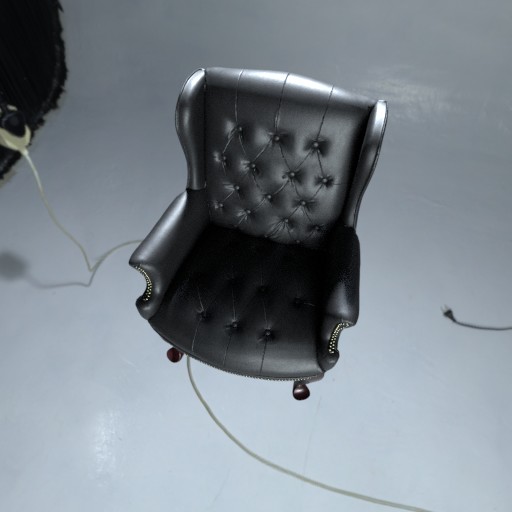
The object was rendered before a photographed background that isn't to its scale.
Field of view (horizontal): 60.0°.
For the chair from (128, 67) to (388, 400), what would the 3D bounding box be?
[{"bbox_3d":[0.000,0.000,1.722,0.831,1.133,0.822,14,59,9],"label":"chair"}]
